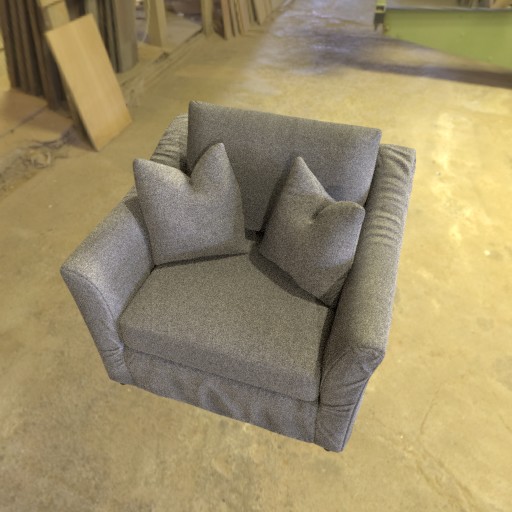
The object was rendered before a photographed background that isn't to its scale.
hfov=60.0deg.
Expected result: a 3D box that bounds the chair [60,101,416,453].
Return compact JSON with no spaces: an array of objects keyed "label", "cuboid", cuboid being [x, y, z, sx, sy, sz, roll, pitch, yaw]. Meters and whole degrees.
[{"label":"chair","cuboid":[0.000,0.000,1.987,1.194,1.059,1.071,13,43,14]}]
